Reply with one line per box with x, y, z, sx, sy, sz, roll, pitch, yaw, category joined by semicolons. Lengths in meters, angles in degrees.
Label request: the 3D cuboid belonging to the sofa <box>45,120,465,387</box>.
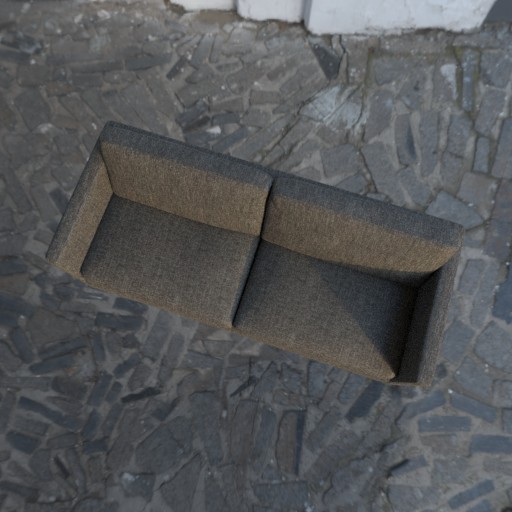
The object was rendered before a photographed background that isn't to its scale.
0.000;0.000;2.726;2.208;0.960;0.948;17;76;4;sofa
